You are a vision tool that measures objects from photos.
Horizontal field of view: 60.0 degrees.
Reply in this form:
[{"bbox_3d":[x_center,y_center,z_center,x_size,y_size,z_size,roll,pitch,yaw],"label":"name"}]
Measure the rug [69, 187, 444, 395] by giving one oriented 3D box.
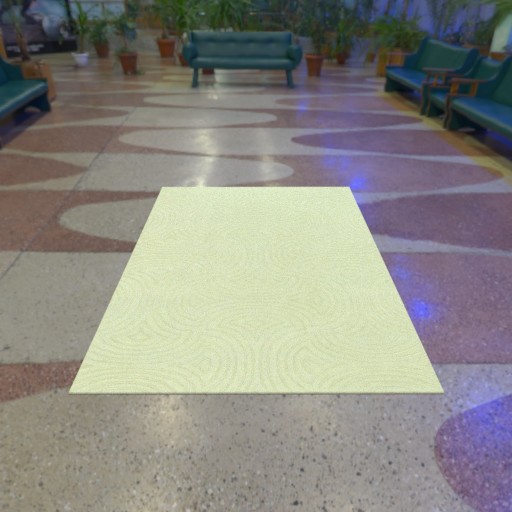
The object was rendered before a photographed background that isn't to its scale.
[{"bbox_3d":[0.000,0.000,2.705,1.526,0.015,2.132,0,32,0],"label":"rug"}]
